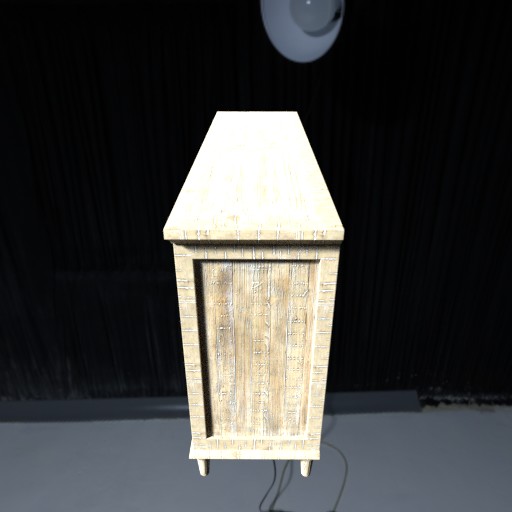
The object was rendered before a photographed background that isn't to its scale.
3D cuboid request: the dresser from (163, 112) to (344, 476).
[{"bbox_3d":[0.000,0.000,2.076,0.457,1.016,1.626,0,28,0],"label":"dresser"}]
